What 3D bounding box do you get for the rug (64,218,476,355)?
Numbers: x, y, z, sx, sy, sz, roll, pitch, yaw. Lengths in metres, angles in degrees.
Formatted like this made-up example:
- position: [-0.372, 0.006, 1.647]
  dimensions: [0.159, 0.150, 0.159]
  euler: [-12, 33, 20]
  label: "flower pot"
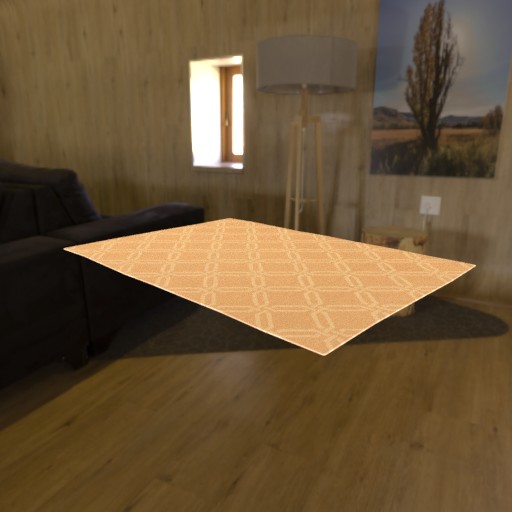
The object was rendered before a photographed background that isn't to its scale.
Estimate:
- position: [0.000, 0.000, 2.774]
  dimensions: [2.135, 0.013, 1.524]
  euler: [15, 21, 42]
  label: "rug"
